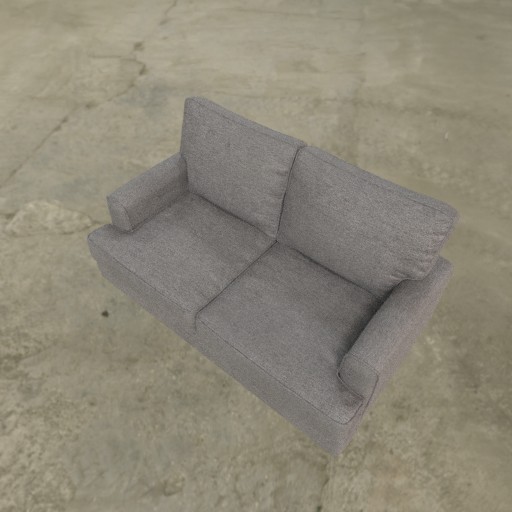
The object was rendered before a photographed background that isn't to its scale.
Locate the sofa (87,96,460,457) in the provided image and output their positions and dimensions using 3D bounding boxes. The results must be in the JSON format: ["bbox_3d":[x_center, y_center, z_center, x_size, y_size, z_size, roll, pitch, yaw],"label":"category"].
[{"bbox_3d":[0.000,0.000,2.228,1.651,0.965,0.965,31,55,25],"label":"sofa"}]
